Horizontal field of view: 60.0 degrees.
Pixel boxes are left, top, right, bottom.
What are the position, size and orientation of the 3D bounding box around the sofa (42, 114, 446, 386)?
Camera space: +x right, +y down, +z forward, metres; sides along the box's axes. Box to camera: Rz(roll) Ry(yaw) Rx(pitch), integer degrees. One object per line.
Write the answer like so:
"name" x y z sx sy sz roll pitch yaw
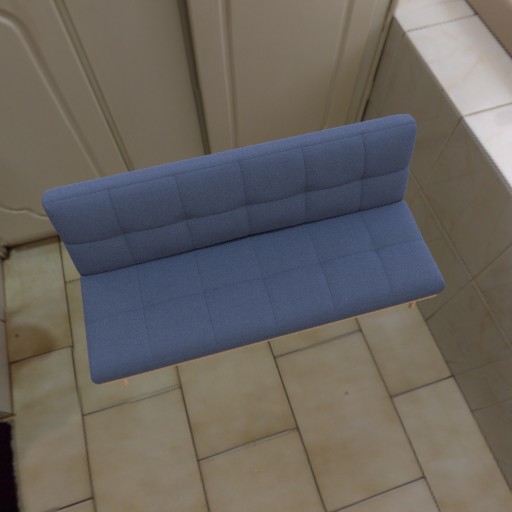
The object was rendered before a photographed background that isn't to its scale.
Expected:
"sofa" 0.000 0.000 2.245 1.800 0.800 0.796 -14 65 -7
